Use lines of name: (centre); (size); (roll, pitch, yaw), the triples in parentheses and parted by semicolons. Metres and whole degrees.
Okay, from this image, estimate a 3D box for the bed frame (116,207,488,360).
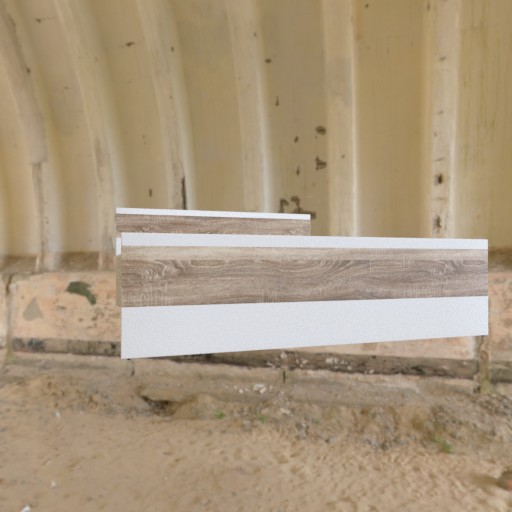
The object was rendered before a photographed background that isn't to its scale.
bed frame: (0.000, 0.000, 2.885); (1.720, 0.800, 2.060); (0, -1, -18)
